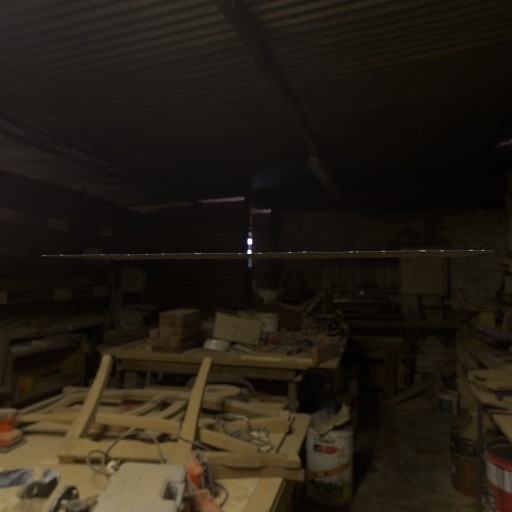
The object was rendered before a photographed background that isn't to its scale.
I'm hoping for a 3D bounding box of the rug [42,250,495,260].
[{"bbox_3d":[0.000,0.000,2.694,2.476,0.010,0.807,-1,-2,16],"label":"rug"}]
